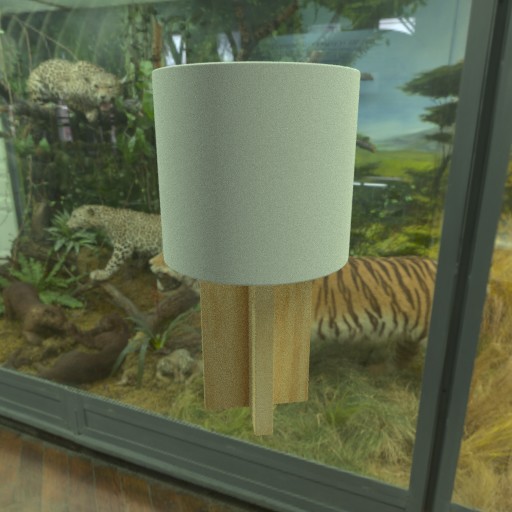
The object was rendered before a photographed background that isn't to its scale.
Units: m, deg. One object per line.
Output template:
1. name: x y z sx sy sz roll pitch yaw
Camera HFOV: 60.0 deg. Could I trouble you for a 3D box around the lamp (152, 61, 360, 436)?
1. lamp: 0.000 0.000 0.560 0.229 0.428 0.229 -2 18 -8
